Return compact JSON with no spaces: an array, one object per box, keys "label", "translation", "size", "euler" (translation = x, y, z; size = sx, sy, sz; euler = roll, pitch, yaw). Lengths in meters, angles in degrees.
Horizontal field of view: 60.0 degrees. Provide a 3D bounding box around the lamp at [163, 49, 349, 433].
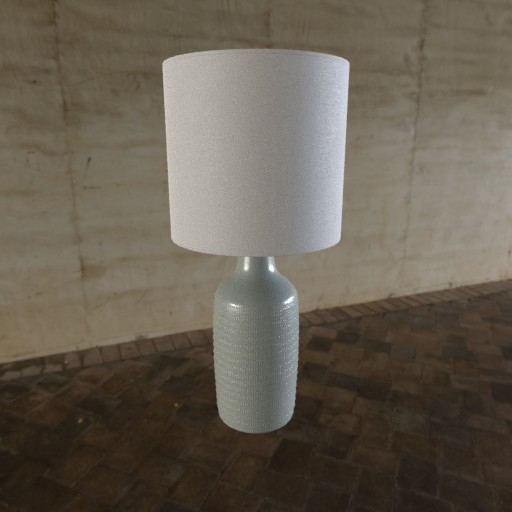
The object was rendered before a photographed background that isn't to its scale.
[{"label":"lamp","translation":[0.000,0.000,0.596],"size":[0.220,0.475,0.220],"euler":[3,15,10]}]
